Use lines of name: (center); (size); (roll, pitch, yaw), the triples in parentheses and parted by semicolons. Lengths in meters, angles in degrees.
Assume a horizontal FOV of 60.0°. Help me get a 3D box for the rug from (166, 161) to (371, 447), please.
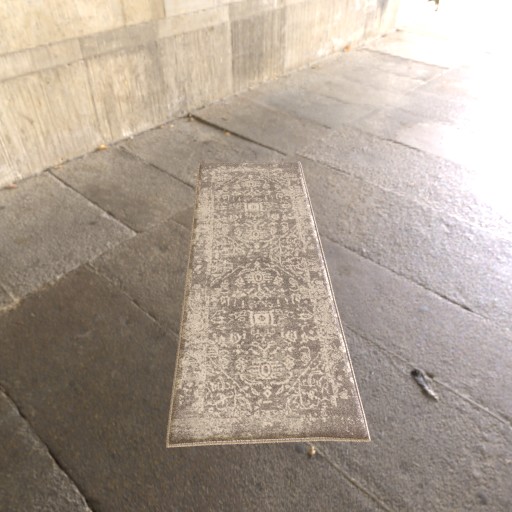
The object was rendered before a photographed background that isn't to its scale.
rug: (0.000, 0.000, 2.768); (0.855, 0.017, 2.452); (-2, 40, -2)
